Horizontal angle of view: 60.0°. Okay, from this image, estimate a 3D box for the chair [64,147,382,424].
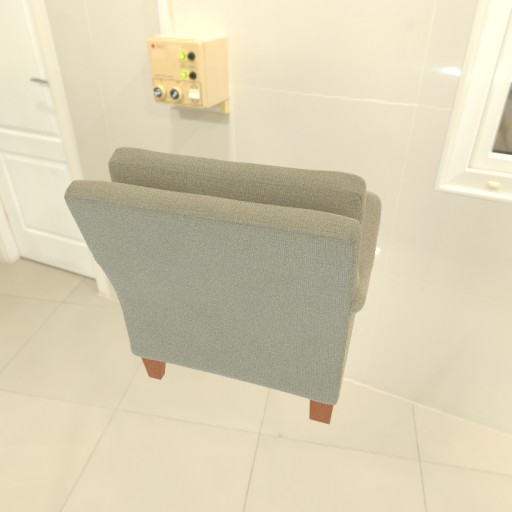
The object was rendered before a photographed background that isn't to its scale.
[{"bbox_3d":[0.000,0.000,1.870,0.955,1.038,1.070,10,34,15],"label":"chair"}]
